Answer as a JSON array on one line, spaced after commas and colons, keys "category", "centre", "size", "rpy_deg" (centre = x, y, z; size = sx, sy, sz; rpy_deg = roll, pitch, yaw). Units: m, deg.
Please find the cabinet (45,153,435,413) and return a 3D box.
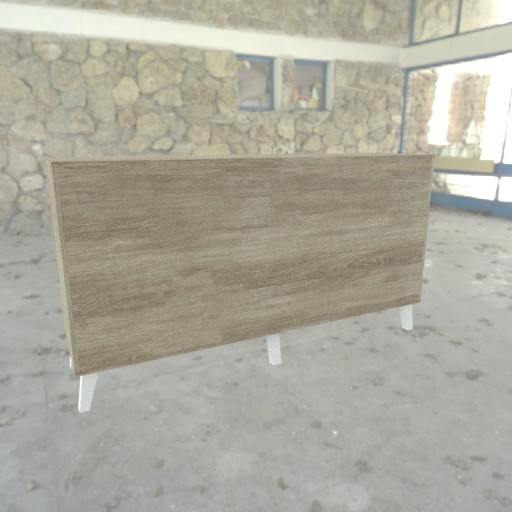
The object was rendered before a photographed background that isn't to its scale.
[{"category": "cabinet", "centre": [0.000, 0.000, 1.975], "size": [1.600, 0.870, 0.450], "rpy_deg": [-7, 16, -26]}]
